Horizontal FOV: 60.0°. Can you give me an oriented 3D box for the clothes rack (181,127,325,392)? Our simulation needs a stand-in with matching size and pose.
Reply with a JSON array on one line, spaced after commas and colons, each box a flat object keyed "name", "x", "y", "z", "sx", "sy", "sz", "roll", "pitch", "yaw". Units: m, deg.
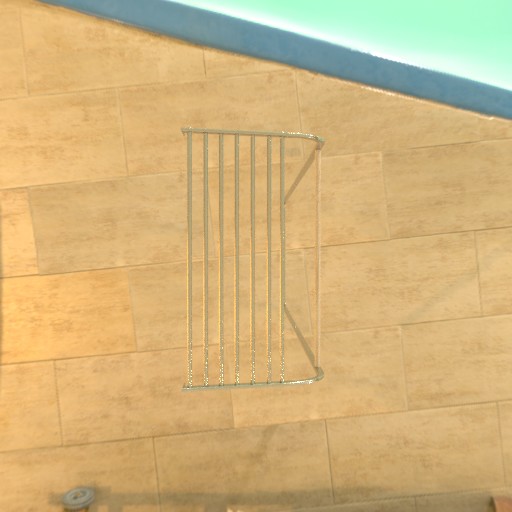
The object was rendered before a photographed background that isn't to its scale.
[{"name": "clothes rack", "x": 0.000, "y": 0.000, "z": 1.795, "sx": 0.349, "sy": 1.574, "sz": 0.609, "roll": 0, "pitch": 91, "yaw": 0}]
